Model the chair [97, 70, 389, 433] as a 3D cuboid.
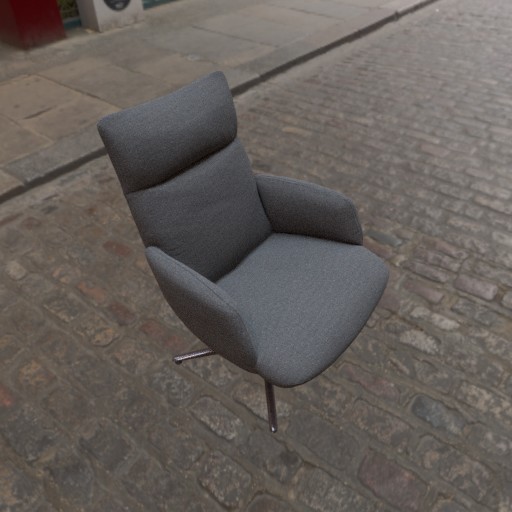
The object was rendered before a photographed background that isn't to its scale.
[{"bbox_3d":[0.000,0.000,1.539,0.831,0.984,0.702,27,48,27],"label":"chair"}]
